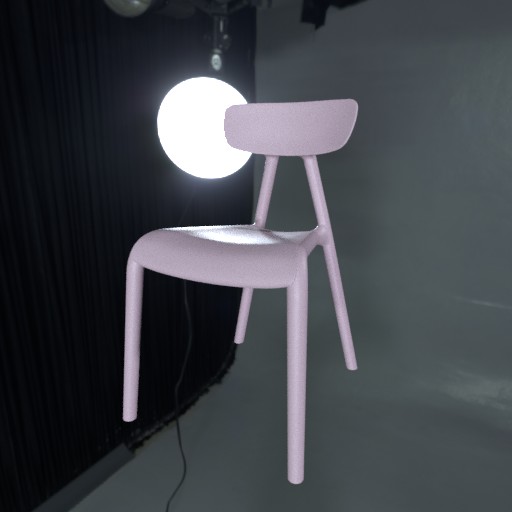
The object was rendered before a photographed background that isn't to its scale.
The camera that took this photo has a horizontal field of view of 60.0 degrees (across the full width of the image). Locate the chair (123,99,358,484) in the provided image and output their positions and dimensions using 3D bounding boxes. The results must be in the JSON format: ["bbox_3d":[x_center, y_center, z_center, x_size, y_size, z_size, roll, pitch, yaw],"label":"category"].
[{"bbox_3d":[0.000,0.000,0.841,0.356,0.580,0.401,7,16,27],"label":"chair"}]
